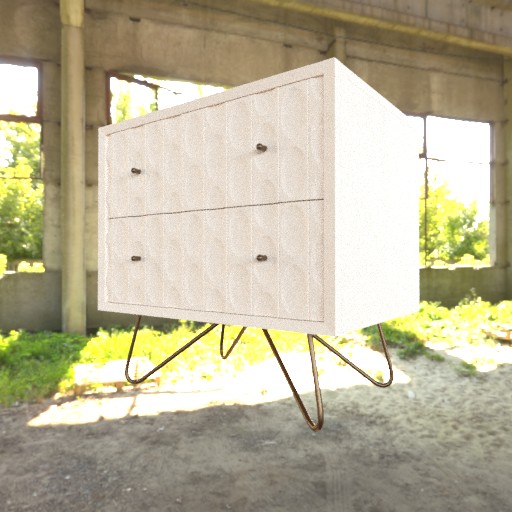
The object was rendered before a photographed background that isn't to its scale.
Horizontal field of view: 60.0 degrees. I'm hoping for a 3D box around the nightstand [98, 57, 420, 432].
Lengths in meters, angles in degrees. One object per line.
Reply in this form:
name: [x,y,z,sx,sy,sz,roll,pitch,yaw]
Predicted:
nightstand: [0.000,0.000,1.030,0.614,0.604,0.447,0,-1,37]
